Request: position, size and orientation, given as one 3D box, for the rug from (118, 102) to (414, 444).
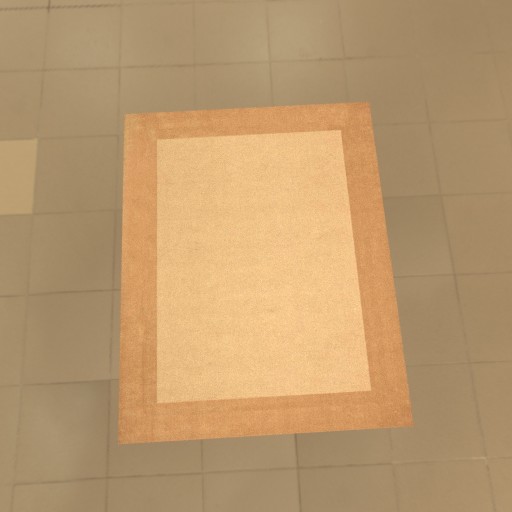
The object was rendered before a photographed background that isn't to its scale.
[{"bbox_3d":[0.000,0.000,4.026,2.438,0.014,3.048,-3,76,-1],"label":"rug"}]
